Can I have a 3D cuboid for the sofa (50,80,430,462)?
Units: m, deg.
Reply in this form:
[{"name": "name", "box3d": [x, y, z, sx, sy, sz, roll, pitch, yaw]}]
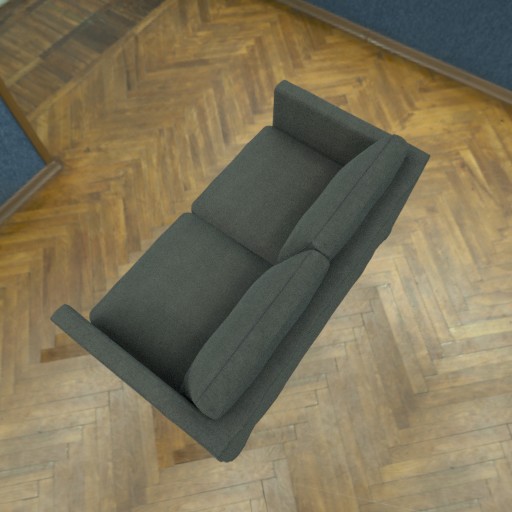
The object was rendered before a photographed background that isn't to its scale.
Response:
[{"name": "sofa", "box3d": [0.000, 0.000, 2.349, 0.974, 0.854, 1.802, 33, 68, 15]}]
